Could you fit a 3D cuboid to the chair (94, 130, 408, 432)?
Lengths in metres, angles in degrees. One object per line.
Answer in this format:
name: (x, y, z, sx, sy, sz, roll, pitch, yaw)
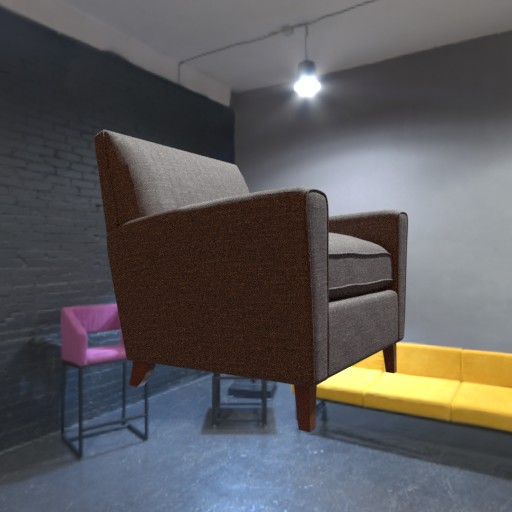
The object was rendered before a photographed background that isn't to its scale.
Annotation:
chair: (0.000, 0.000, 1.636, 0.875, 0.885, 0.838, 0, 0, 35)
